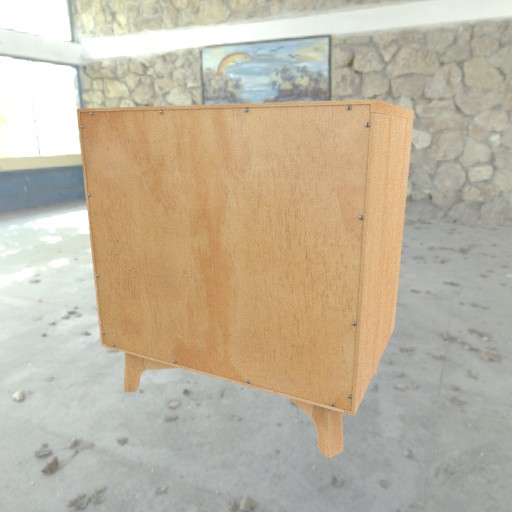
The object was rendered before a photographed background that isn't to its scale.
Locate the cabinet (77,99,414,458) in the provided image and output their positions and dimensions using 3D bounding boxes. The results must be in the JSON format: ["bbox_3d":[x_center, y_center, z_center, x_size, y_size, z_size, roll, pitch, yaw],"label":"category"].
[{"bbox_3d":[0.000,0.000,0.957,0.551,0.599,0.394,8,17,25],"label":"cabinet"}]
